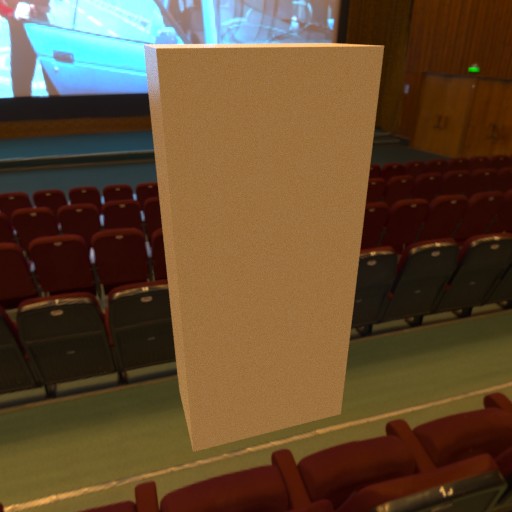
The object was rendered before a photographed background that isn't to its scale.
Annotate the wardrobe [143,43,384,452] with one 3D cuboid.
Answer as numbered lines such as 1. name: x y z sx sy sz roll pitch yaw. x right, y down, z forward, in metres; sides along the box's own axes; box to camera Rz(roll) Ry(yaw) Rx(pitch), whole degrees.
1. wardrobe: 0.000 0.000 1.977 0.760 1.700 0.470 -8 28 -16
